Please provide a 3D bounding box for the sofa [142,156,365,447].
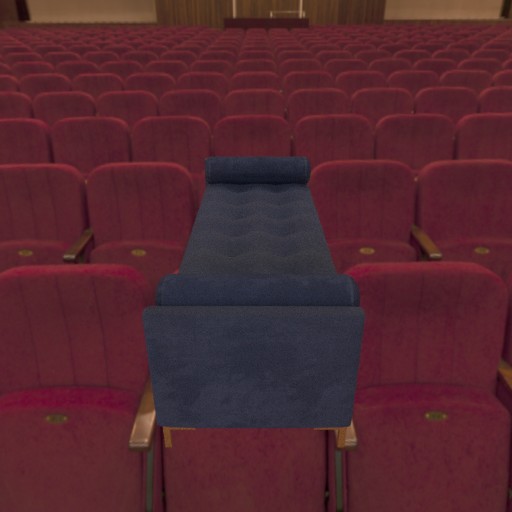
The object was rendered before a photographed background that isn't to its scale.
[{"bbox_3d":[0.000,0.000,2.563,0.796,0.705,2.102,0,27,0],"label":"sofa"}]
